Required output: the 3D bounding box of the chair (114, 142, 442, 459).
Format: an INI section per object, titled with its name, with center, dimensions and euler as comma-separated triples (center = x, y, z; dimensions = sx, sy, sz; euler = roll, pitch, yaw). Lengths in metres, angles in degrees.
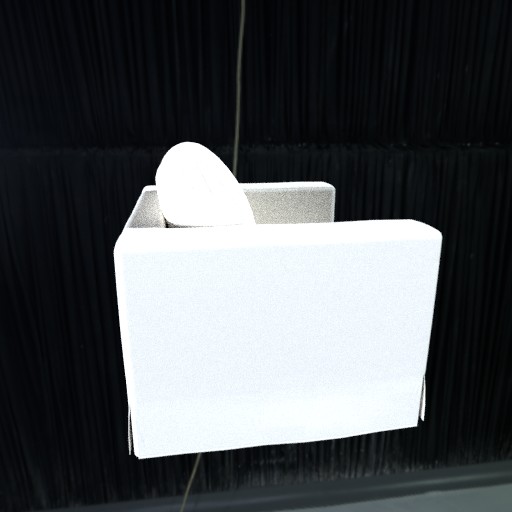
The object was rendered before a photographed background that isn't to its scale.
[chair]
center = 0.000, 0.000, 1.790
dimensions = 0.957, 0.878, 1.150
euler = -3, 17, -9
